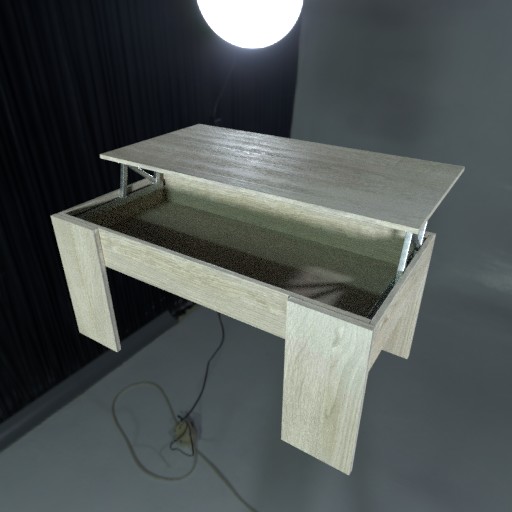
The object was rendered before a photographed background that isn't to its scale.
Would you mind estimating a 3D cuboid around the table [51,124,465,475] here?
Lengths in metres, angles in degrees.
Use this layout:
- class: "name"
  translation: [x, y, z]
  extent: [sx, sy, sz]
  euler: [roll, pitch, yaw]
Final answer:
- class: "table"
  translation: [0.000, 0.000, 1.415]
  extent: [1.000, 0.570, 0.711]
  euler: [18, 34, 28]
